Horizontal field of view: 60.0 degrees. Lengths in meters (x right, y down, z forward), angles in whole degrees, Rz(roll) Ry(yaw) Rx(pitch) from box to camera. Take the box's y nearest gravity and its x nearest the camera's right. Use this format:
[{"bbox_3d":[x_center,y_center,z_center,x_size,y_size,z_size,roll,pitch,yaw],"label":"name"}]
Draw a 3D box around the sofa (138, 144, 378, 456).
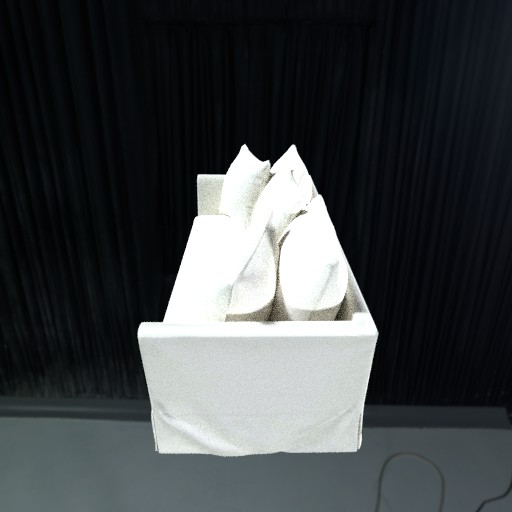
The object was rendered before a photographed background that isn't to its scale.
[{"bbox_3d":[0.000,0.000,2.881,1.031,1.034,2.290,0,26,-1],"label":"sofa"}]
